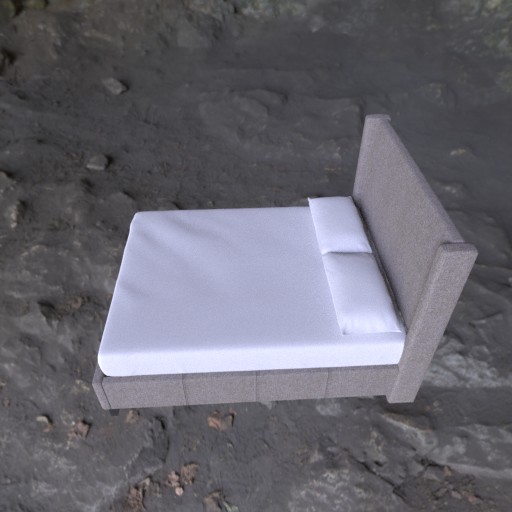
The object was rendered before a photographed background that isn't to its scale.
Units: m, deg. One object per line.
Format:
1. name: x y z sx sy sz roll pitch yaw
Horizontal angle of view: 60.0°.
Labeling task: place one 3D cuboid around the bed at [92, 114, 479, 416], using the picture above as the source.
1. bed: 0.000 0.000 3.371 2.245 1.476 1.714 -2 41 -2
